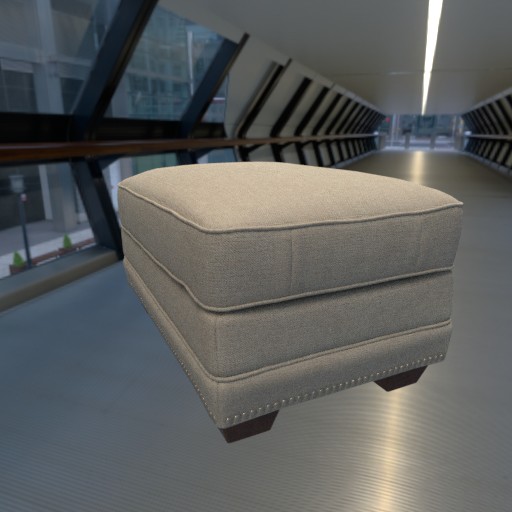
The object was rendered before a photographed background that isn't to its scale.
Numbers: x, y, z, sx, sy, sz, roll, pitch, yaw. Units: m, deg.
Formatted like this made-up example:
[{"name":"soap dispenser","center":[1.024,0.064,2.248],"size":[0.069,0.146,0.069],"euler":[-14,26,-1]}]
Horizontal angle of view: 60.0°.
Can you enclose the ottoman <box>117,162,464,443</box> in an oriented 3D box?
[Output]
[{"name":"ottoman","center":[0.000,0.000,1.126],"size":[0.559,0.458,0.813],"euler":[-8,18,-25]}]
